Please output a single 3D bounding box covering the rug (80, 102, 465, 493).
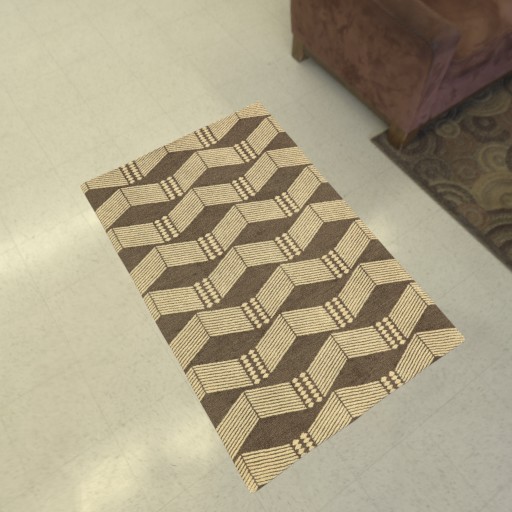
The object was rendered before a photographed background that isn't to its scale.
[{"bbox_3d":[0.000,0.000,2.312,1.210,0.016,1.833,-30,67,-14],"label":"rug"}]
